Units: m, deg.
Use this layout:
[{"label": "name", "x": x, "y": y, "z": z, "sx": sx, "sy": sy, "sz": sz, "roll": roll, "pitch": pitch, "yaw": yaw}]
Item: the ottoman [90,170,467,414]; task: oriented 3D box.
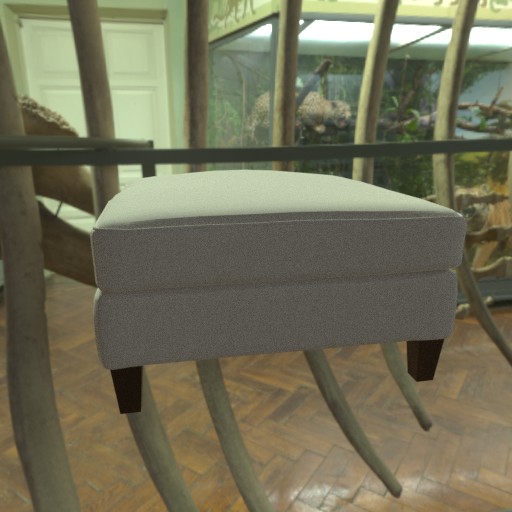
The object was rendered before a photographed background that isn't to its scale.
[{"label": "ottoman", "x": 0.000, "y": 0.000, "z": 1.351, "sx": 0.838, "sy": 0.479, "sz": 0.838, "roll": -3, "pitch": 16, "yaw": -10}]
